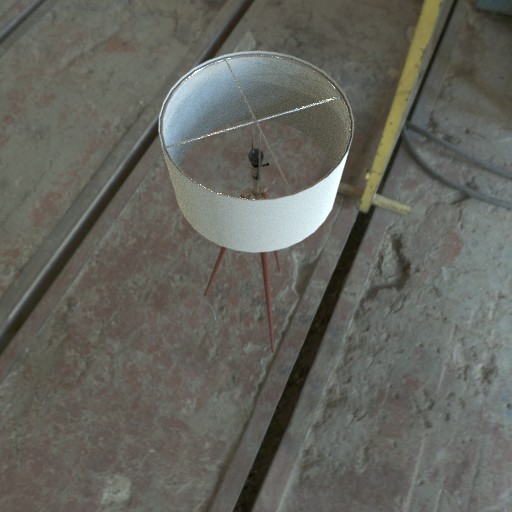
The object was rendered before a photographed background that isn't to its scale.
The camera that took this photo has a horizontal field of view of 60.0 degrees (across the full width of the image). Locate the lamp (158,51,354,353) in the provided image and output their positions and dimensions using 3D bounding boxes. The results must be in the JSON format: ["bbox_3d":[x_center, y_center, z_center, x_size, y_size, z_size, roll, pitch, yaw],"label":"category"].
[{"bbox_3d":[0.000,0.000,1.794,0.483,1.553,0.483,-19,66,-9],"label":"lamp"}]
